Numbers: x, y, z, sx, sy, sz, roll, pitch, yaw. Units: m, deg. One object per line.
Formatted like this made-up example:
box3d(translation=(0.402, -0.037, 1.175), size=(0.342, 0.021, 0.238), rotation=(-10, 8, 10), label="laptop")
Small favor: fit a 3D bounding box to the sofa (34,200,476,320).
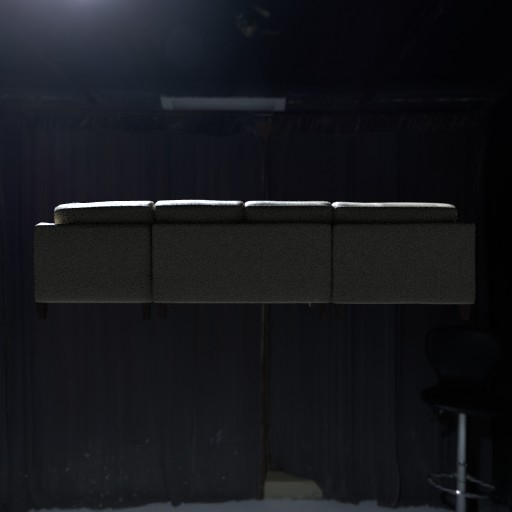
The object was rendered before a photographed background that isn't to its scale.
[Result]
box3d(translation=(0.000, 0.000, 4.687), size=(3.460, 0.959, 2.593), rotation=(0, 1, 1), label="sofa")
